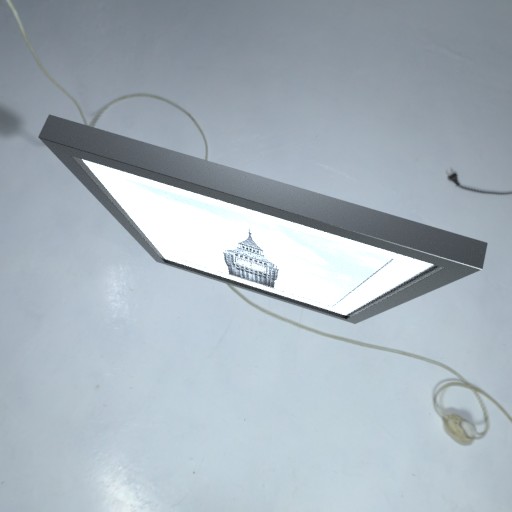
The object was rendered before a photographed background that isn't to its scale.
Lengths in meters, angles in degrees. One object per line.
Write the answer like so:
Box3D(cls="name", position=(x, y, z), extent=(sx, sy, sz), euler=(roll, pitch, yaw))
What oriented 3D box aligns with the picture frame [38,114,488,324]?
Box3D(cls="picture frame", position=(0.000, 0.000, 0.711), extent=(0.460, 0.556, 0.028), euler=(17, 77, 4))
